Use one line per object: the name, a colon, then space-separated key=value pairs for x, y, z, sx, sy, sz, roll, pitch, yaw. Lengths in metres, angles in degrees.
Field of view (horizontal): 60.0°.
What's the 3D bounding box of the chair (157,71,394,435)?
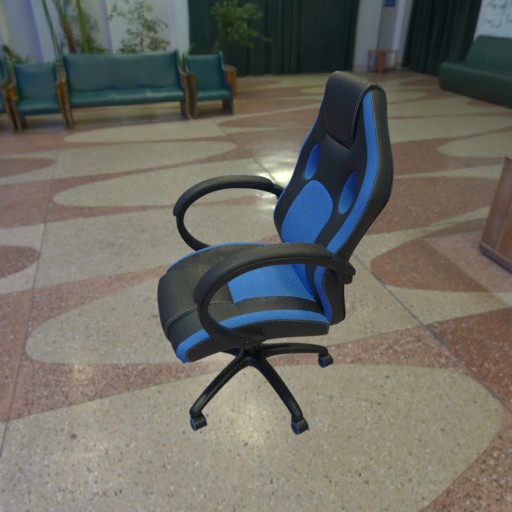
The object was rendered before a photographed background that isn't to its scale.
chair: x=0.000 y=0.000 z=1.586 sx=0.724 sy=1.187 sz=0.673 roll=-7 pitch=31 yaw=-13
